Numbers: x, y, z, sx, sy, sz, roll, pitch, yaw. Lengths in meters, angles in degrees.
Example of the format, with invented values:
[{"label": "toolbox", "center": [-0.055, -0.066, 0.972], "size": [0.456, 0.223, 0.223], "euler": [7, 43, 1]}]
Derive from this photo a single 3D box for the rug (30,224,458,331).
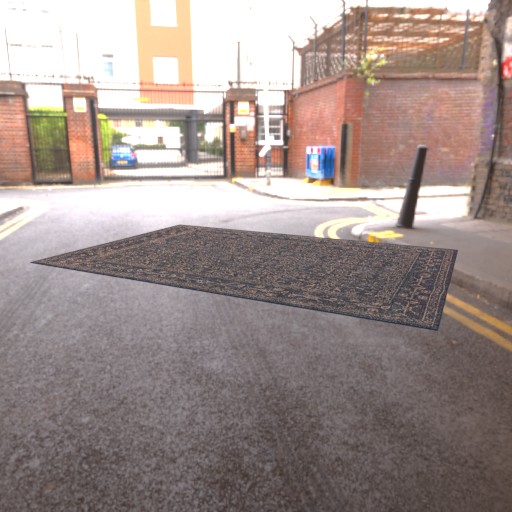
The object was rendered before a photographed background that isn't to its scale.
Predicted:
[{"label": "rug", "center": [0.000, 0.000, 2.245], "size": [1.819, 0.005, 1.200], "euler": [7, 15, 26]}]
